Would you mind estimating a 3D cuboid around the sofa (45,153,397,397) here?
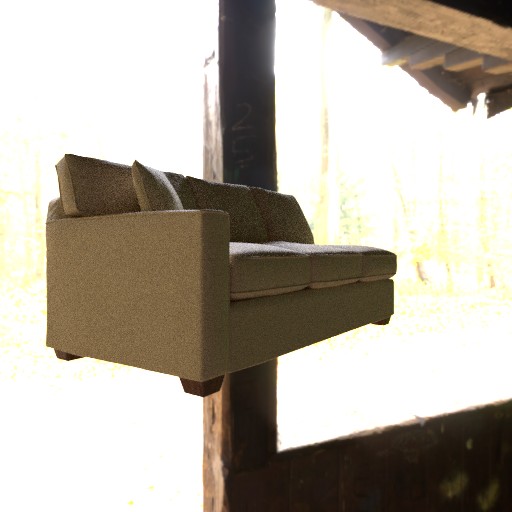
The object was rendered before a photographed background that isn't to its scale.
[{"bbox_3d":[0.000,0.000,2.542,1.034,0.946,1.962,1,1,36],"label":"sofa"}]
